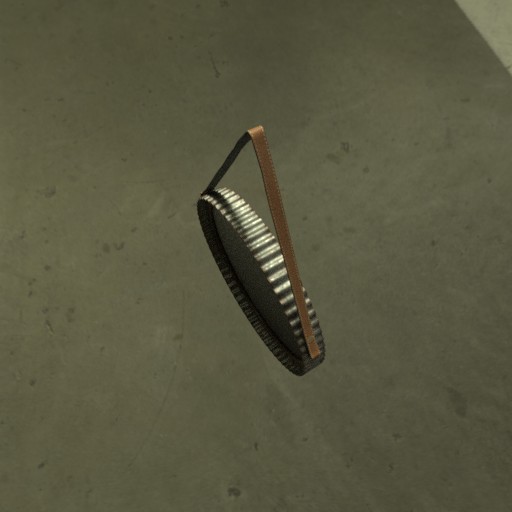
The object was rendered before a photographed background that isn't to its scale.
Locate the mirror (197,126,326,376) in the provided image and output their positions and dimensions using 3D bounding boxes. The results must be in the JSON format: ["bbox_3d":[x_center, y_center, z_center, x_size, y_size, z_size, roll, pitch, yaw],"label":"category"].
[{"bbox_3d":[0.000,0.000,0.694,0.042,0.568,0.355,-30,67,-14],"label":"mirror"}]
